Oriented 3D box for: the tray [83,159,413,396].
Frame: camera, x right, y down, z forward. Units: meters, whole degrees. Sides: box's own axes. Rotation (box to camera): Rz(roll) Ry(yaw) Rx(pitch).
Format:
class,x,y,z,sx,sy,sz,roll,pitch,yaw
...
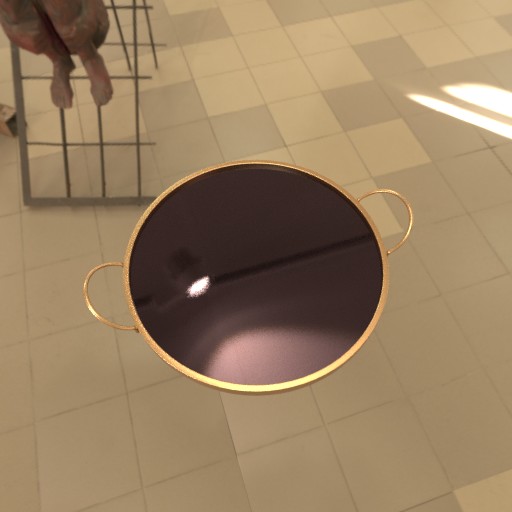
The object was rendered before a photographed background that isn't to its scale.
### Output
class,x,y,z,sx,sy,sz,roll,pitch,yaw
tray,0.000,0.000,0.732,0.543,0.069,0.438,-16,61,-9
